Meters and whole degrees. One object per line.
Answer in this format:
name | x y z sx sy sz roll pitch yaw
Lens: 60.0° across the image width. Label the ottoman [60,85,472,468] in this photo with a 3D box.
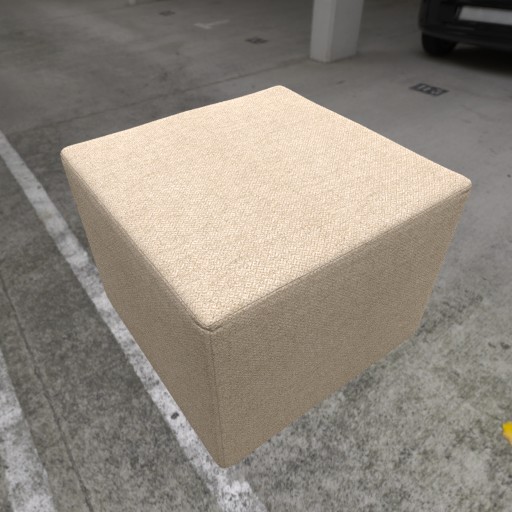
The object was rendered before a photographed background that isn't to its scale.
ottoman | 0.000 0.000 0.862 0.508 0.432 0.508 -26 48 -26
